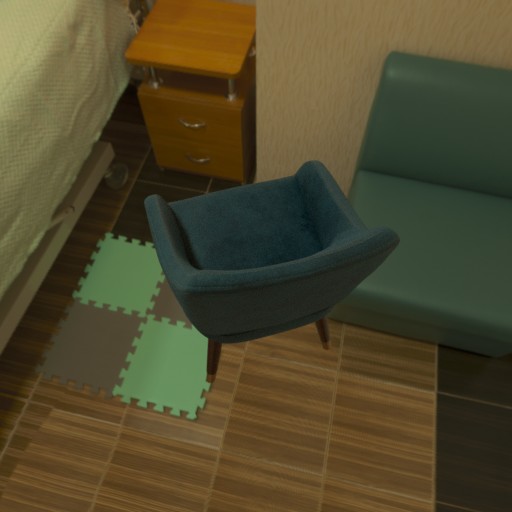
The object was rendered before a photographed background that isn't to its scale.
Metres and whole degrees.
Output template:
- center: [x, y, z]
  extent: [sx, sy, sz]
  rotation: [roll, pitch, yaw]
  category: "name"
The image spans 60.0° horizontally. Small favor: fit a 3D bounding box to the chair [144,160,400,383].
- center: [0.000, 0.000, 1.595]
  extent: [0.683, 1.081, 0.794]
  rotation: [-14, 59, -8]
  category: "chair"
